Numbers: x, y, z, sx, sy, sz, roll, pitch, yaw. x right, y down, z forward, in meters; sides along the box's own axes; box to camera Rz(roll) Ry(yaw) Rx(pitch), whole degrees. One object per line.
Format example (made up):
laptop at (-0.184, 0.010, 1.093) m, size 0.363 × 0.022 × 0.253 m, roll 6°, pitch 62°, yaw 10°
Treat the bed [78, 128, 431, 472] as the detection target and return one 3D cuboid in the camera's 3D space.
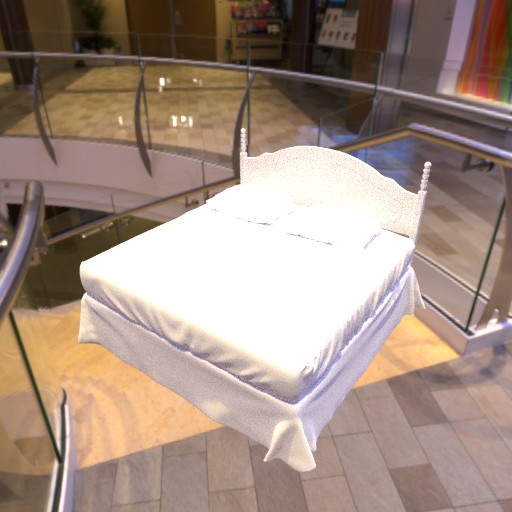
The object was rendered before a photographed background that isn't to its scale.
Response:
bed at (0.000, 0.000, 3.593) m, size 2.322 × 1.355 × 2.219 m, roll 20°, pitch 35°, yaw 31°
